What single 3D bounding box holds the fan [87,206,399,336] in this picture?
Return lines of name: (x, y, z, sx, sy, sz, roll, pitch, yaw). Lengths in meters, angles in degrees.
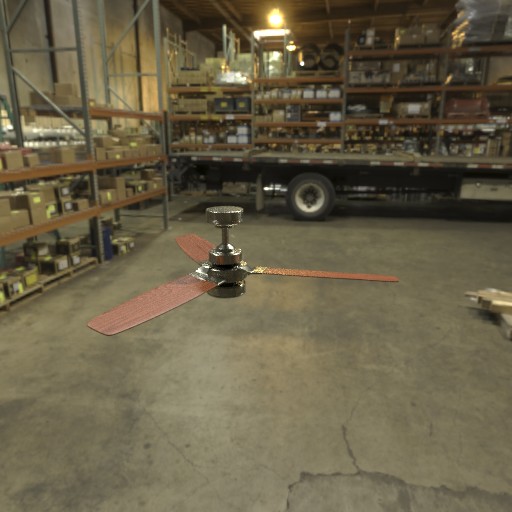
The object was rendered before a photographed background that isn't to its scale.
fan: (0.000, 0.000, 2.025, 1.271, 0.410, 1.416, 3, 16, 10)
